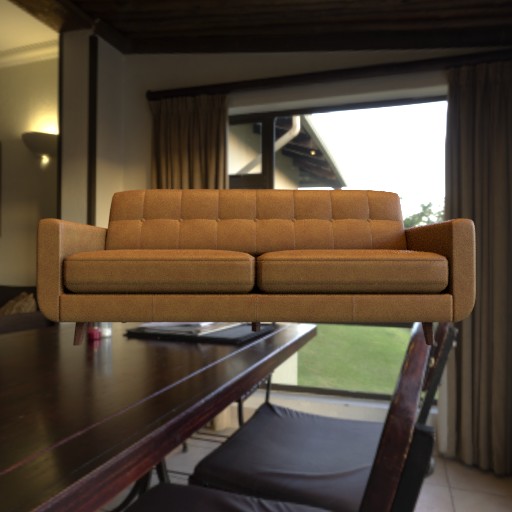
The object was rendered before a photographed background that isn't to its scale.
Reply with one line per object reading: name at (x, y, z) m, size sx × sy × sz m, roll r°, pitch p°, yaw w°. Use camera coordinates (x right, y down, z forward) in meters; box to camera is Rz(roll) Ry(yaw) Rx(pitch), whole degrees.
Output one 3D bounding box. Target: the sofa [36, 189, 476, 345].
sofa at (0.000, 0.000, 2.620) m, size 2.137 × 0.892 × 0.980 m, roll 0°, pitch -1°, yaw 0°
